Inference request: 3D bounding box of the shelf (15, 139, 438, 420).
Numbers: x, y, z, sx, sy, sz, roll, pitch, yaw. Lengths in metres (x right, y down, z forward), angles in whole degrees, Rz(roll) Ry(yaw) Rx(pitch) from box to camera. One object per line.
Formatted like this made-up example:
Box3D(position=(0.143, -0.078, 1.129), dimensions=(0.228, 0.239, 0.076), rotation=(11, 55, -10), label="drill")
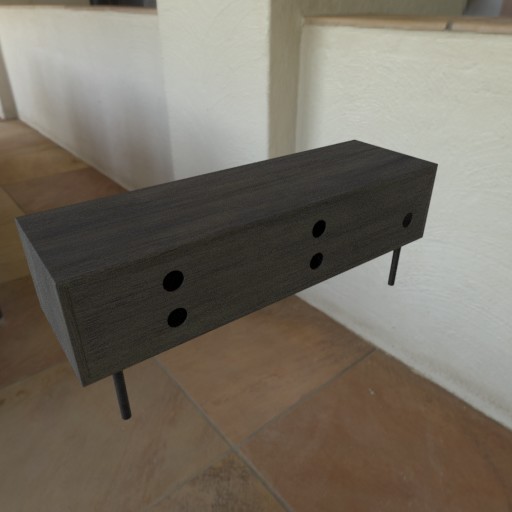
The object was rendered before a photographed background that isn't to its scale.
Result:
Box3D(position=(0.000, 0.000, 1.491), dimensions=(1.300, 0.495, 0.400), rotation=(-20, 35, -31), label="shelf")
